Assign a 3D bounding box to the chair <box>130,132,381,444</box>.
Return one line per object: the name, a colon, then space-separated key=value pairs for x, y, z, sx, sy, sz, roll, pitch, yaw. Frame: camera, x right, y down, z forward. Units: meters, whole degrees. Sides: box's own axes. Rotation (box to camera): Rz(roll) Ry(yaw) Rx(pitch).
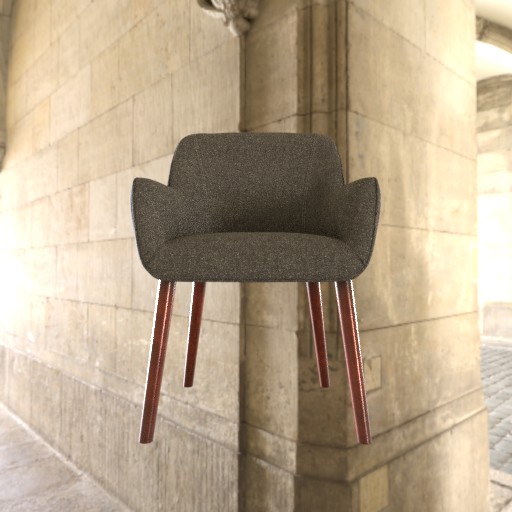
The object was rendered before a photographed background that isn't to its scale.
chair: x=0.000 y=0.000 z=1.187 sx=0.543 sy=0.803 sz=0.519 roll=0 pitch=-1 yaw=0
